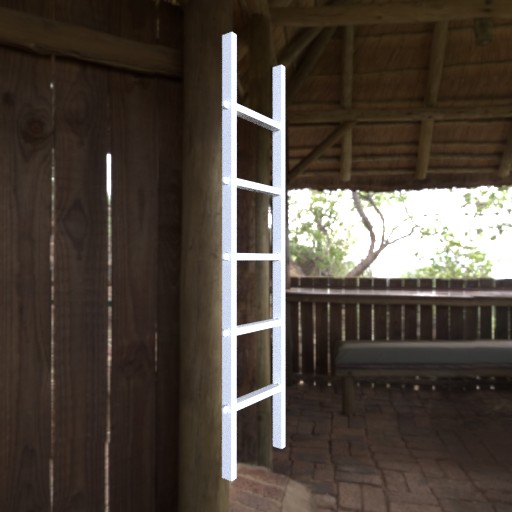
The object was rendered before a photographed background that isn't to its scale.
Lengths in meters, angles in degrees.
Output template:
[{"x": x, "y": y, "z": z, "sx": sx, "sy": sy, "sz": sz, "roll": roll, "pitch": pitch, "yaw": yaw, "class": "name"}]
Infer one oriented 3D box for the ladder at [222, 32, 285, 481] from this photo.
[{"x": 0.000, "y": 0.000, "z": 1.949, "sx": 0.051, "sy": 1.797, "sz": 0.452, "roll": 0, "pitch": -1, "yaw": 36, "class": "ladder"}]
